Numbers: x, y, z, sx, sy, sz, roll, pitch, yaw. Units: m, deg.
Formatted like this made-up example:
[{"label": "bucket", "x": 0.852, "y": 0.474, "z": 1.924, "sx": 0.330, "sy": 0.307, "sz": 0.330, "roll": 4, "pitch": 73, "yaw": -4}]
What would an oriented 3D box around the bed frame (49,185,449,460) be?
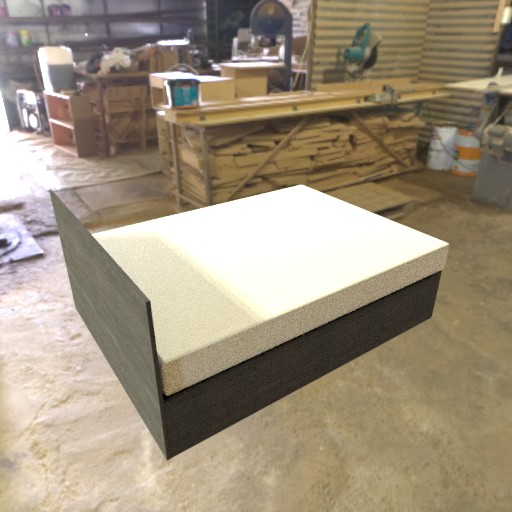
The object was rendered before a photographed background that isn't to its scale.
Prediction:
[{"label": "bed frame", "x": 0.000, "y": 0.000, "z": 2.689, "sx": 1.900, "sy": 0.800, "sz": 1.400, "roll": -18, "pitch": 32, "yaw": -31}]
